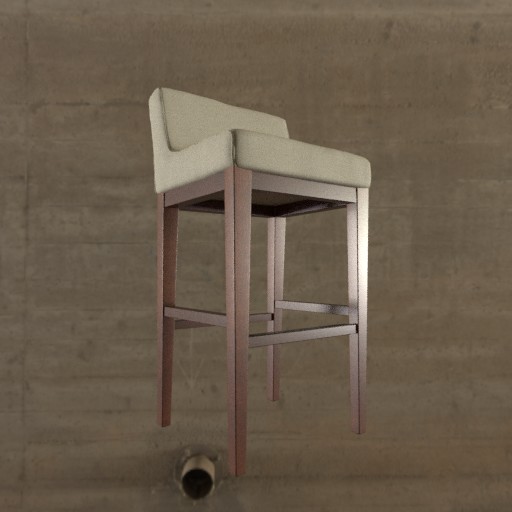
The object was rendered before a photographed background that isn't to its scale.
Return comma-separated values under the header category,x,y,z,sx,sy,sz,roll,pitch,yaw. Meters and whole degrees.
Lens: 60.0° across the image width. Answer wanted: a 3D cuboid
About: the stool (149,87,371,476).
category,x,y,z,sx,sy,sz,roll,pitch,yaw
stool,0.000,0.000,1.343,0.511,1.037,0.500,1,-2,-37
